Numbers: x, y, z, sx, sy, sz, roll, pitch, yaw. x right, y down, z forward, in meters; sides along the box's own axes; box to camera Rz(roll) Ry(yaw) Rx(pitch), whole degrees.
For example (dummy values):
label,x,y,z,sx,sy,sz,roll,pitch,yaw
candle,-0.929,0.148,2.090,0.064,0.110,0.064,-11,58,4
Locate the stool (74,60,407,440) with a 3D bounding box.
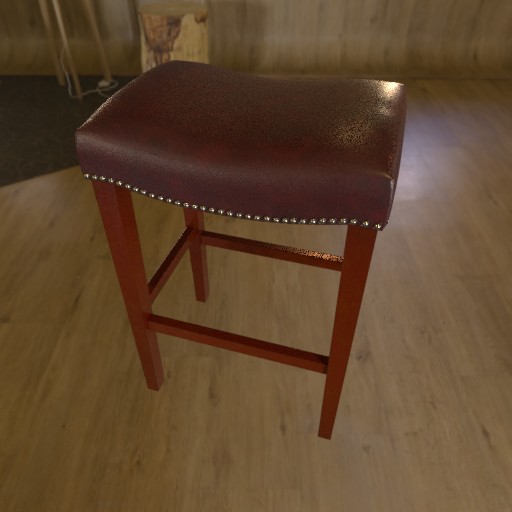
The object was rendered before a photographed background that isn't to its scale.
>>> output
label,x,y,z,sx,sy,sz,roll,pitch,yaw
stool,0.000,0.000,0.992,0.504,0.742,0.372,11,42,13
